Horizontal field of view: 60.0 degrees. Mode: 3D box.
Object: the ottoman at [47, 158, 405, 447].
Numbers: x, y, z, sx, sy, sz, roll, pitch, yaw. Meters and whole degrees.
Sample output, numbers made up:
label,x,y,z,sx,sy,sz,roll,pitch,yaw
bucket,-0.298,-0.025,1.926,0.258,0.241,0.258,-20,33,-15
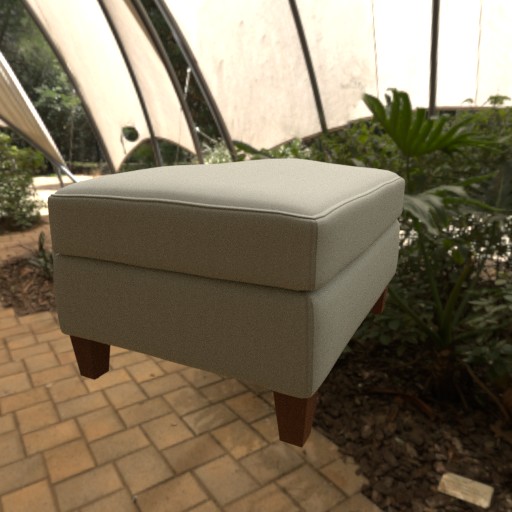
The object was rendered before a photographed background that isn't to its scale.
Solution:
label,x,y,z,sx,sy,sz,roll,pitch,yaw
ottoman,0.000,0.000,1.188,0.634,0.496,0.818,7,17,26
